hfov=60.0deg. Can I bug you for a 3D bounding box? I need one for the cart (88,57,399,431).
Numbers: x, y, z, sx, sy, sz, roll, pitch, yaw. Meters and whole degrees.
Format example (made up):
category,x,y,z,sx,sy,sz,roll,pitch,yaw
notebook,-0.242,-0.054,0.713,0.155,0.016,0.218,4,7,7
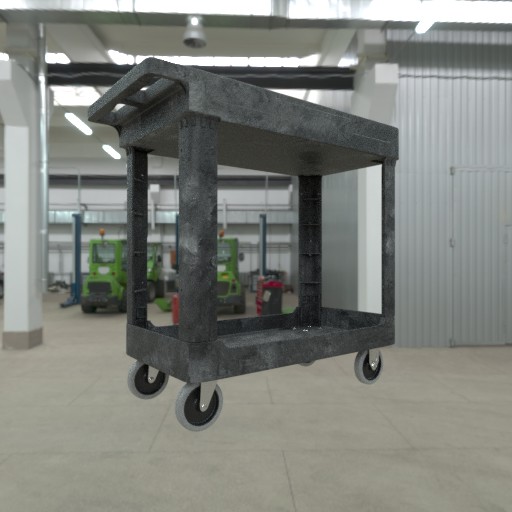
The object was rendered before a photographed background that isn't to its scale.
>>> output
category,x,y,z,sx,sy,sz,roll,pitch,yaw
cart,0.000,0.000,1.335,0.877,0.824,0.420,0,0,-37
